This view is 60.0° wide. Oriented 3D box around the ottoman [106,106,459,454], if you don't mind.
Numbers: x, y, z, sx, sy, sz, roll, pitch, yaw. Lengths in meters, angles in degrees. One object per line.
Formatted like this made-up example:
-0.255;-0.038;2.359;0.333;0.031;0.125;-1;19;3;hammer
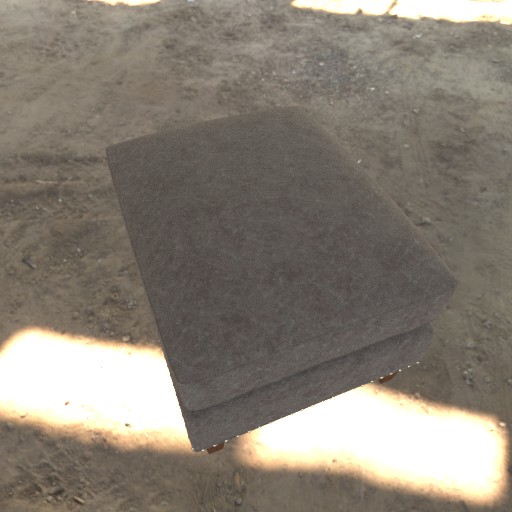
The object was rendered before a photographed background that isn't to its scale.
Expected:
0.000;0.000;1.141;0.584;0.513;0.741;-17;50;-15;ottoman
